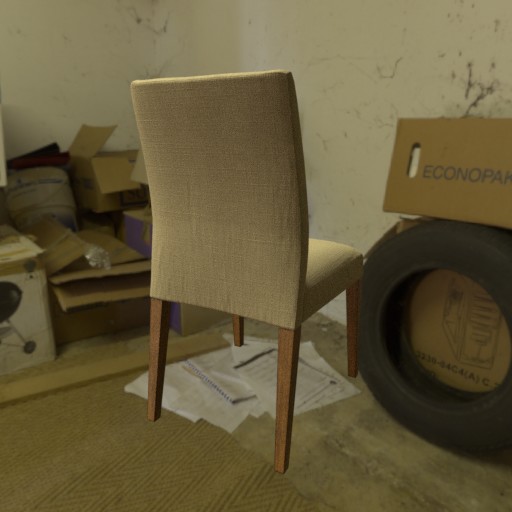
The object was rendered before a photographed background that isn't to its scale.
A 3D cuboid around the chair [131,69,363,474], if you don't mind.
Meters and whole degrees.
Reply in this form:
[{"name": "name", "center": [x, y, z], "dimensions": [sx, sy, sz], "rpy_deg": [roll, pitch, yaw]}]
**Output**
[{"name": "chair", "center": [0.000, 0.000, 1.301], "dimensions": [0.496, 0.940, 0.585], "rpy_deg": [9, 18, 28]}]
